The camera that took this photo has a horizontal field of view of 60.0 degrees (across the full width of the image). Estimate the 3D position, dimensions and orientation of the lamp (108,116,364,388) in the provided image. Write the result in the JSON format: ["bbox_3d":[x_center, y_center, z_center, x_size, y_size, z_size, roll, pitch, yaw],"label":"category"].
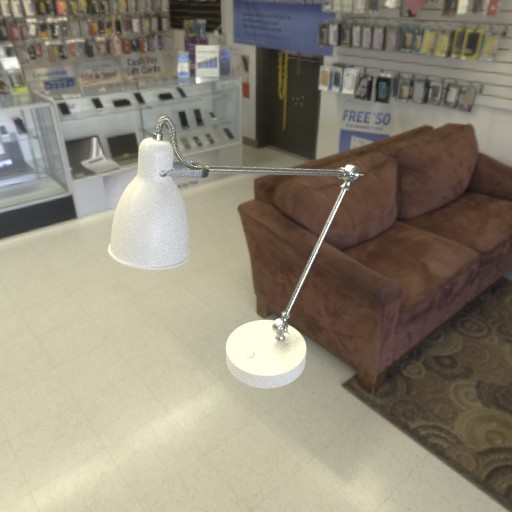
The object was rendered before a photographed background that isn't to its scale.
[{"bbox_3d":[0.000,0.000,0.878,0.561,0.587,0.187,-22,38,-31],"label":"lamp"}]
